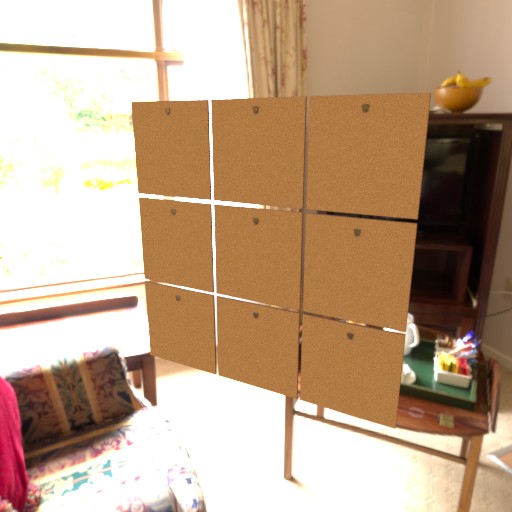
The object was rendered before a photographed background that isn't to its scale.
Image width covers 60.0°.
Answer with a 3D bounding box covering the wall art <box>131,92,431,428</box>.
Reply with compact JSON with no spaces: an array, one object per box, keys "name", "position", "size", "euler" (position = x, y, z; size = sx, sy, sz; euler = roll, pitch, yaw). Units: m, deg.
[{"name":"wall art","position":[0.000,0.000,2.278],"size":[1.533,1.532,0.019],"euler":[9,19,27]}]
